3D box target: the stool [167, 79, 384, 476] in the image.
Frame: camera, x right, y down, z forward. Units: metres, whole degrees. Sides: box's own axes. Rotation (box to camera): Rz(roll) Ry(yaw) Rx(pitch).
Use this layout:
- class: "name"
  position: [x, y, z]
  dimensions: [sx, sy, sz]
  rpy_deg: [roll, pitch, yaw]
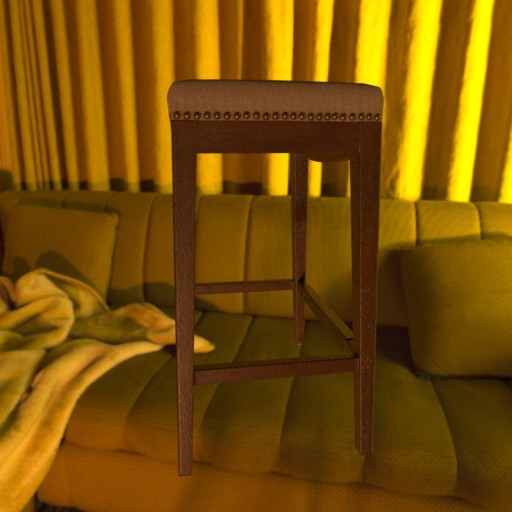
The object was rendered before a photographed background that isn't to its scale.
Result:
- class: "stool"
  position: [0.000, 0.000, 0.960]
  dimensions: [0.356, 0.660, 0.508]
  rpy_deg: [-2, 14, -9]
